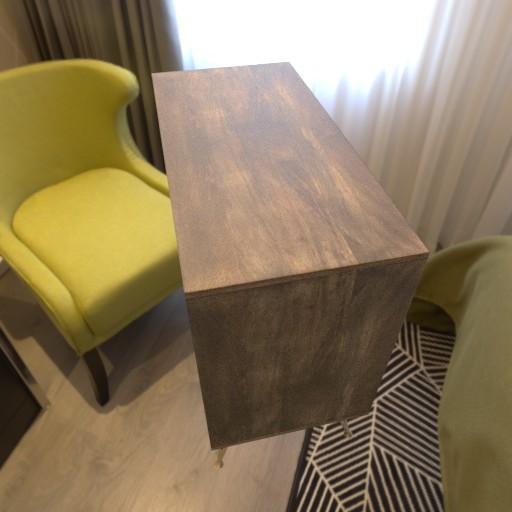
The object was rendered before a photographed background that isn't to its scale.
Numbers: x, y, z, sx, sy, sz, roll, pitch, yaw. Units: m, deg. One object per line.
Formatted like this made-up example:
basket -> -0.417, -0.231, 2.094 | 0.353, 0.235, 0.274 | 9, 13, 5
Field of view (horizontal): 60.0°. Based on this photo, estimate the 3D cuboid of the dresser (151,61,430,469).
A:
dresser -> 0.000, 0.000, 1.368 | 0.453, 0.801, 0.923 | -9, 45, -9
